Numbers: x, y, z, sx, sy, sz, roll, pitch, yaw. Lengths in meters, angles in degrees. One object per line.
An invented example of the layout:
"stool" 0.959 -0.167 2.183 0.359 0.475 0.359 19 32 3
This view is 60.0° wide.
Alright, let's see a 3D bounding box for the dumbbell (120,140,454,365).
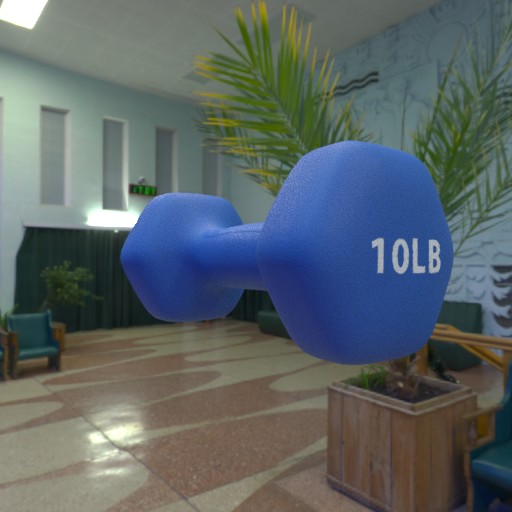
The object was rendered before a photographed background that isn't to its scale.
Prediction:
"dumbbell" 0.000 0.000 0.263 0.103 0.093 0.212 1 -1 -35
